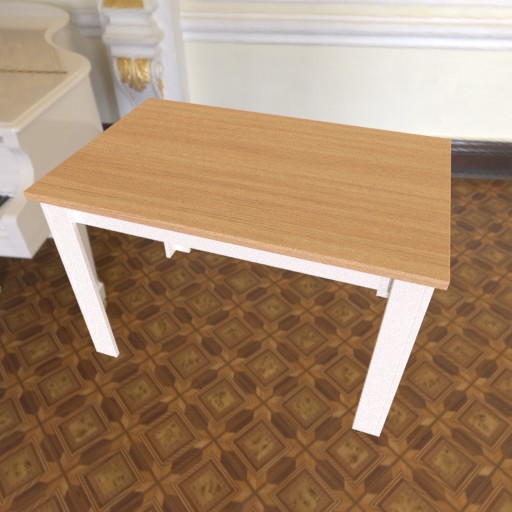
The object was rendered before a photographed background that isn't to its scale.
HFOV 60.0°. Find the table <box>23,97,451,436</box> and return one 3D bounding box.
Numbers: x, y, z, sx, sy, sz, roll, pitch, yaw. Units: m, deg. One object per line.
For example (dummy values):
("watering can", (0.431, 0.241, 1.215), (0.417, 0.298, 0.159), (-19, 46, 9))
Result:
("table", (0.000, 0.000, 1.560), (1.100, 0.734, 0.700), (12, 43, 14))
